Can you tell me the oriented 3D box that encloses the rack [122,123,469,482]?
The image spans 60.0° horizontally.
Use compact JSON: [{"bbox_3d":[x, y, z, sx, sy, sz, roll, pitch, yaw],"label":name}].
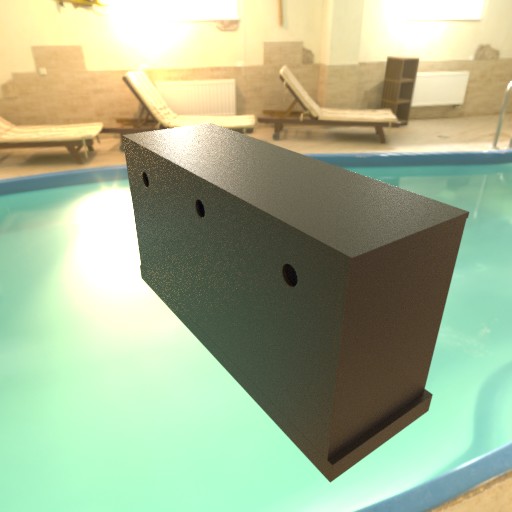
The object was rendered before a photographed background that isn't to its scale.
[{"bbox_3d":[0.000,0.000,1.494,0.399,0.635,1.206,-19,34,-31],"label":"rack"}]
